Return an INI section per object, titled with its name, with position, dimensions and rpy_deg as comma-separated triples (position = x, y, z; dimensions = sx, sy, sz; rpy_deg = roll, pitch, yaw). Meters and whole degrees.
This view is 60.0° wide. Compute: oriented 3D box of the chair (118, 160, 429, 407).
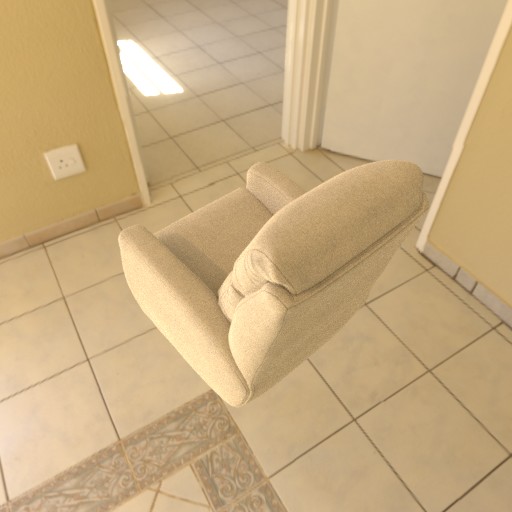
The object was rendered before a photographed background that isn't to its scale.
[chair]
position = 0.000, 0.000, 1.733
dimensions = 0.794, 1.021, 0.940
rpy_deg = -33, 55, -26
